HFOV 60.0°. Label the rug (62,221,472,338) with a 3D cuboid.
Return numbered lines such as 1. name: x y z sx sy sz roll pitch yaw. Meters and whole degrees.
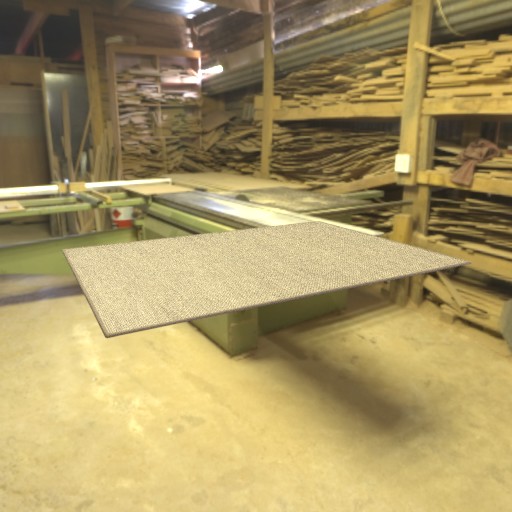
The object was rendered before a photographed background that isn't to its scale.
1. rug: 0.000 0.000 2.789 2.115 0.013 1.517 -8 17 -28
